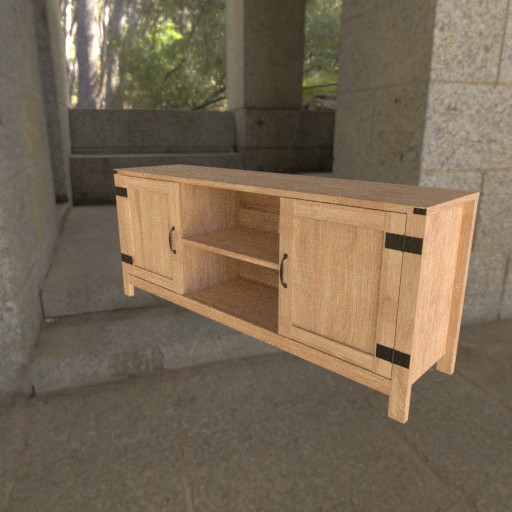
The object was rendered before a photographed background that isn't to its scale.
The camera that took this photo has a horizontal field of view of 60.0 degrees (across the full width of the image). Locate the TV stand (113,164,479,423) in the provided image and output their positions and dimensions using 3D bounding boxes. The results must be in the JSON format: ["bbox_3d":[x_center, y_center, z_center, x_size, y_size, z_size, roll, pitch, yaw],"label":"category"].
[{"bbox_3d":[0.000,0.000,1.755,1.466,0.610,0.398,15,22,41],"label":"TV stand"}]
